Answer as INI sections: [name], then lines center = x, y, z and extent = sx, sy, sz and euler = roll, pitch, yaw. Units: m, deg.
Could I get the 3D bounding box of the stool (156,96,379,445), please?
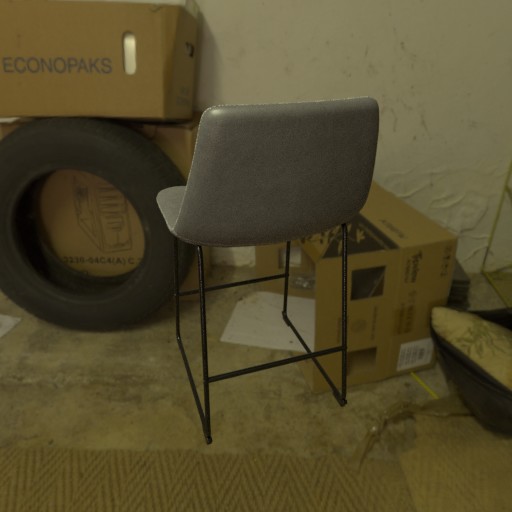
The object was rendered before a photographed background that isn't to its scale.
[stool]
center = 0.000, 0.000, 1.199
extent = 0.470, 0.876, 0.546
euler = -9, 30, -17
